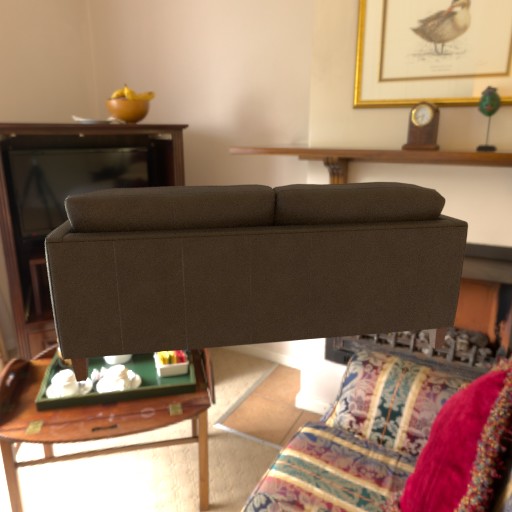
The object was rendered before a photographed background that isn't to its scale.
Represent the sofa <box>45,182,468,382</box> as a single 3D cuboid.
[{"bbox_3d":[0.000,0.000,2.489,1.971,0.863,0.933,-3,16,-10],"label":"sofa"}]
